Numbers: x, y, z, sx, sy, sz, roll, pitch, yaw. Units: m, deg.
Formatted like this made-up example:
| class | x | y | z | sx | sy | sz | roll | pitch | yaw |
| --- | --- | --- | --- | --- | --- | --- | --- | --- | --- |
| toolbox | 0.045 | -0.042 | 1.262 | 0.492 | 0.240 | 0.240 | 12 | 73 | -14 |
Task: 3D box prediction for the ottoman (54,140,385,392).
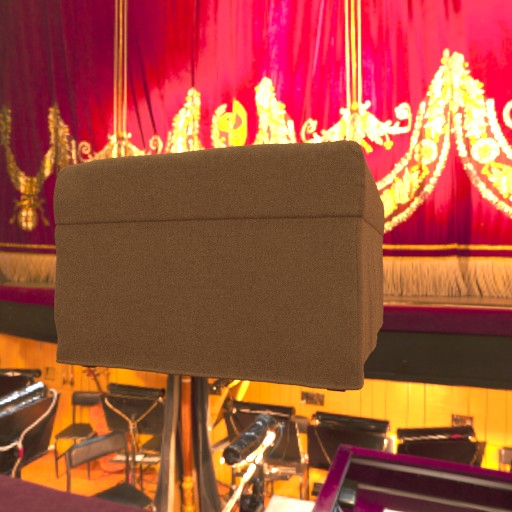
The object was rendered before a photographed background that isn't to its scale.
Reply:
| class | x | y | z | sx | sy | sz | roll | pitch | yaw |
| --- | --- | --- | --- | --- | --- | --- | --- | --- | --- |
| ottoman | 0.000 | 0.000 | 1.219 | 0.650 | 0.485 | 0.833 | 0 | 0 | 18 |
